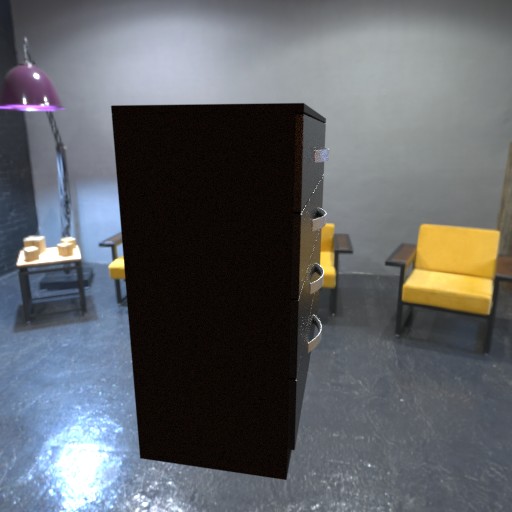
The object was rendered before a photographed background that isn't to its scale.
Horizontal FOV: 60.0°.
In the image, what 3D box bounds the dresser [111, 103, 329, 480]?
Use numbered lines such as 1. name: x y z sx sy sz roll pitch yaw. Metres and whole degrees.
1. dresser: 0.000 0.000 1.178 0.360 0.720 0.750 3 16 11
